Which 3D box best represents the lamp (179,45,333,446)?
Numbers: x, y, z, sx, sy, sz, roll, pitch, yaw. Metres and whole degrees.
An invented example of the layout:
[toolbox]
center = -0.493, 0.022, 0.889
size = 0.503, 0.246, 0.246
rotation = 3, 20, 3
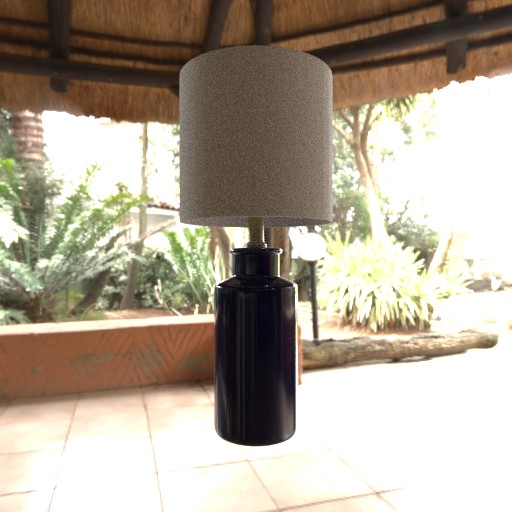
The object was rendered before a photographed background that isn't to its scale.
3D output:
[lamp]
center = 0.000, 0.000, 0.623
size = 0.212, 0.493, 0.212
rotation = 0, 0, -18
